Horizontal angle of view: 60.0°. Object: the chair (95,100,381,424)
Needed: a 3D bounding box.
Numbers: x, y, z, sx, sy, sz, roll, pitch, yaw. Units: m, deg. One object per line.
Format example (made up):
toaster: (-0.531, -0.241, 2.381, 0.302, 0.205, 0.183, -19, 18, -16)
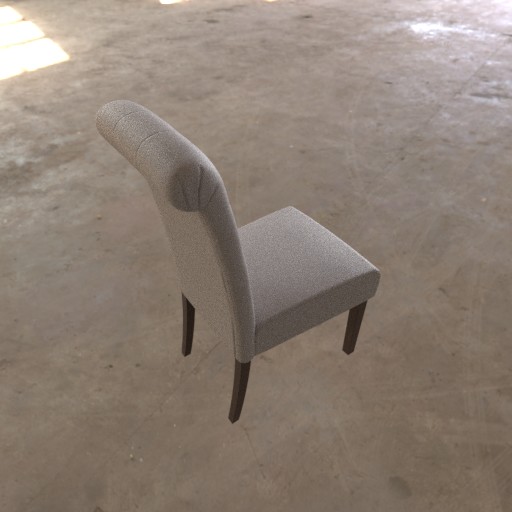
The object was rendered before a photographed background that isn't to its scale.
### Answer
chair: (0.000, 0.000, 1.367, 0.671, 1.006, 0.456, -25, 46, -26)
